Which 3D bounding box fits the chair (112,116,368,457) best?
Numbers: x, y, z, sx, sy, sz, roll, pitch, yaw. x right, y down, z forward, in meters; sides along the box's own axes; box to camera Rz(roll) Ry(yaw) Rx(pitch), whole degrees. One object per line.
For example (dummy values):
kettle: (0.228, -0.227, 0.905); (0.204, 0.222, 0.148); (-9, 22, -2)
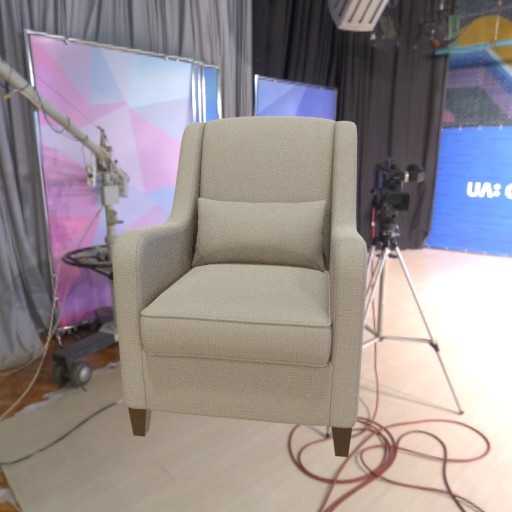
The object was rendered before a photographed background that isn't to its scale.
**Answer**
chair: (0.000, 0.000, 1.614); (0.715, 1.017, 0.896); (2, 14, 8)
